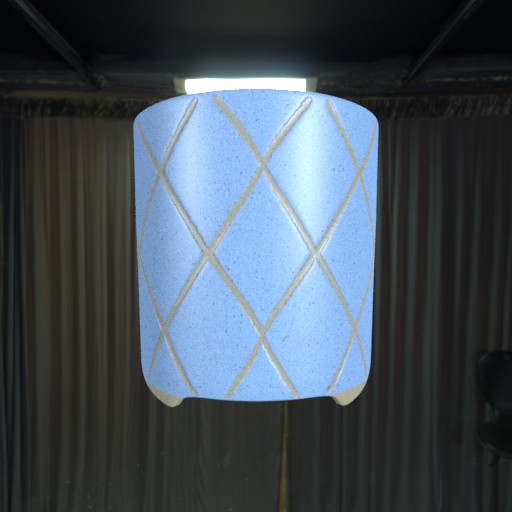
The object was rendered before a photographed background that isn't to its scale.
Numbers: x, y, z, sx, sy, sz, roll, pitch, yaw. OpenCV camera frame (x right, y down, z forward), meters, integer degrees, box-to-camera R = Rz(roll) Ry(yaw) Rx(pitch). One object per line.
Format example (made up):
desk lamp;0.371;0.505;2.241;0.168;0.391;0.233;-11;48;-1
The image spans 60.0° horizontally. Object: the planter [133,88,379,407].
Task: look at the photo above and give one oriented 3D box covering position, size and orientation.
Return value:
planter;0.000;0.000;0.357;0.191;0.200;0.191;0;0;0
